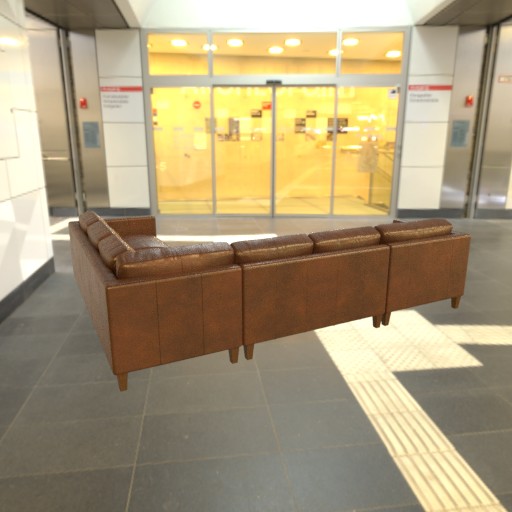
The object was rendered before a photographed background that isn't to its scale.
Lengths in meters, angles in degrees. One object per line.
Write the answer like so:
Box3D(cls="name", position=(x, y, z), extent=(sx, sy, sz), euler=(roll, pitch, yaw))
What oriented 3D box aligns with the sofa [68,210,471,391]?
Box3D(cls="sofa", position=(0.000, 0.000, 4.560), extent=(3.324, 0.891, 2.452), euler=(-8, 17, -26))
